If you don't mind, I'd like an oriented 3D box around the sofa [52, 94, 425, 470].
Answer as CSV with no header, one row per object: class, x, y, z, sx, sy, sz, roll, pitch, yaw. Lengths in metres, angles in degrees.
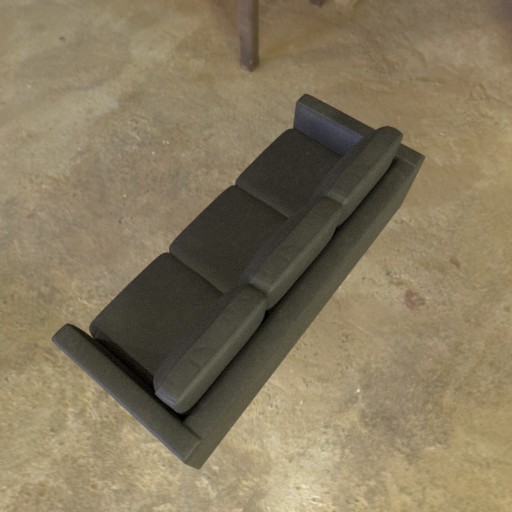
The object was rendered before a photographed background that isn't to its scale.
sofa,0.000,0.000,2.474,0.879,0.899,2.029,35,67,17
